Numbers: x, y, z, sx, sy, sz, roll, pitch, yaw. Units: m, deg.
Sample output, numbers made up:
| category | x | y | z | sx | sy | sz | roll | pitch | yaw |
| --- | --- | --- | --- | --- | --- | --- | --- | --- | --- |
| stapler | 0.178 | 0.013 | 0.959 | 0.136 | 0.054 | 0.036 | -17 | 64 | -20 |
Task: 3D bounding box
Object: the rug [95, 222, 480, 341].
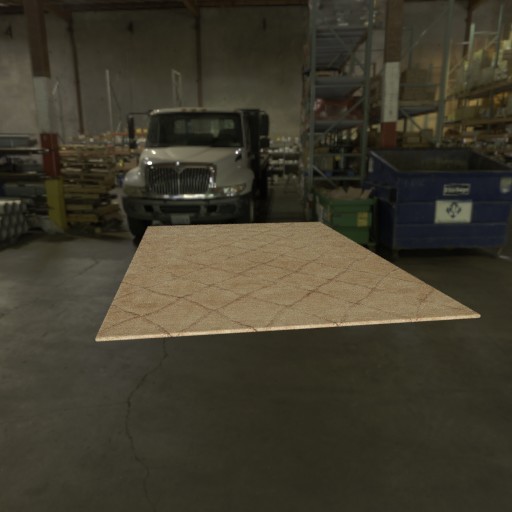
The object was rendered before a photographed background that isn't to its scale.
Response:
| category | x | y | z | sx | sy | sz | roll | pitch | yaw |
| --- | --- | --- | --- | --- | --- | --- | --- | --- | --- |
| rug | 0.000 | 0.000 | 2.817 | 1.528 | 0.014 | 2.292 | -2 | 14 | -8 |
